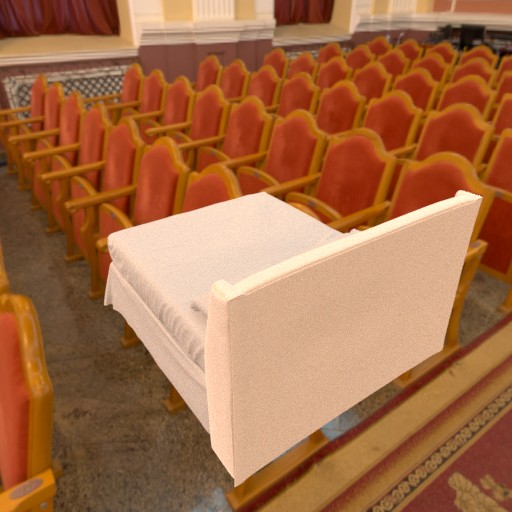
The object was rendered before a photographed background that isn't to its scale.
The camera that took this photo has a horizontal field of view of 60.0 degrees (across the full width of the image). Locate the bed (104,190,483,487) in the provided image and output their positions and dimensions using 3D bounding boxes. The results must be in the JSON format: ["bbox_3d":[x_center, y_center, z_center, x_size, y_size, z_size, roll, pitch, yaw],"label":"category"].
[{"bbox_3d":[0.000,0.000,3.410,1.925,1.332,2.276,-20,36,-30],"label":"bed"}]
